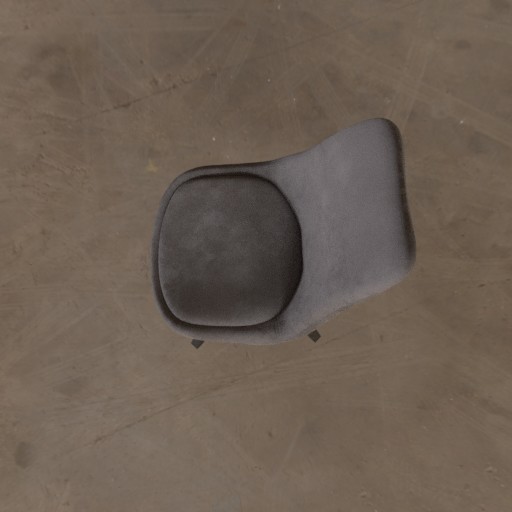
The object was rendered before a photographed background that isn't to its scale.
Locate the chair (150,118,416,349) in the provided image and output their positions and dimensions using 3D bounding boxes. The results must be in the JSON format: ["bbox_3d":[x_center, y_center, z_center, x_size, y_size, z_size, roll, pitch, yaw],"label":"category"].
[{"bbox_3d":[0.000,0.000,1.184,0.550,0.850,0.476,-1,75,0],"label":"chair"}]
